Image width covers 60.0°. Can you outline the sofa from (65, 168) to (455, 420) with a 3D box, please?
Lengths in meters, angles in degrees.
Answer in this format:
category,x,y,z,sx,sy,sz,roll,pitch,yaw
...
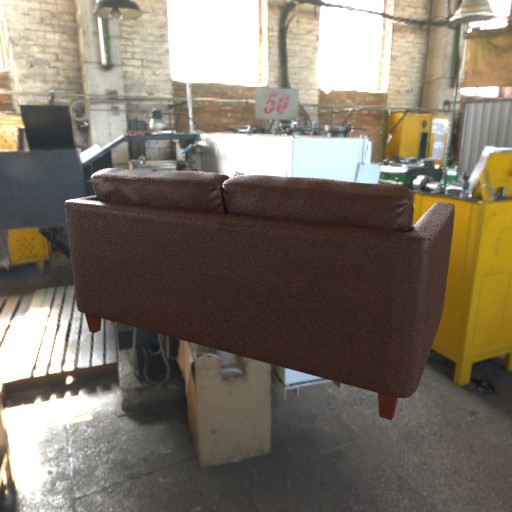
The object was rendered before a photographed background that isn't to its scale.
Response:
category,x,y,z,sx,sy,sz,roll,pitch,yaw
sofa,0.000,0.000,2.419,1.883,0.933,0.951,8,18,27
